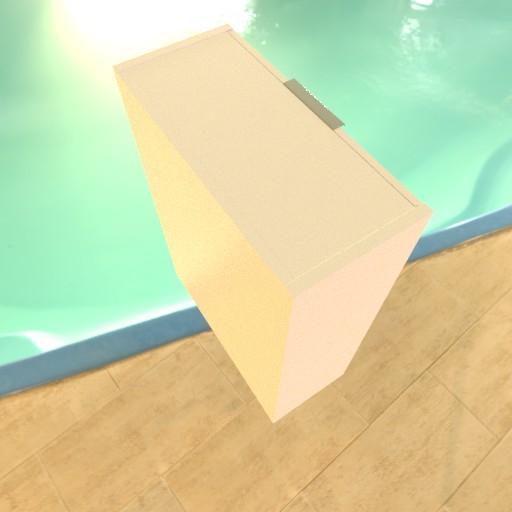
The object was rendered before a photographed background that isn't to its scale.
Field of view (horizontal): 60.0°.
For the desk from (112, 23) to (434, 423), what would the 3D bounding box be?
[{"bbox_3d":[0.000,0.000,1.596,0.390,1.190,0.850,-29,63,-17],"label":"desk"}]
